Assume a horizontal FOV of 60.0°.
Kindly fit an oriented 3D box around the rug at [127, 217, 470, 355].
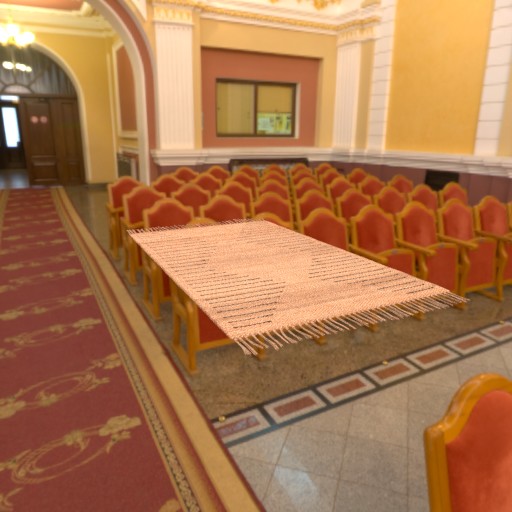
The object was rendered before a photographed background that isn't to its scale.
[{"bbox_3d":[0.000,0.000,2.107,0.905,0.017,1.718,-8,18,-25],"label":"rug"}]
